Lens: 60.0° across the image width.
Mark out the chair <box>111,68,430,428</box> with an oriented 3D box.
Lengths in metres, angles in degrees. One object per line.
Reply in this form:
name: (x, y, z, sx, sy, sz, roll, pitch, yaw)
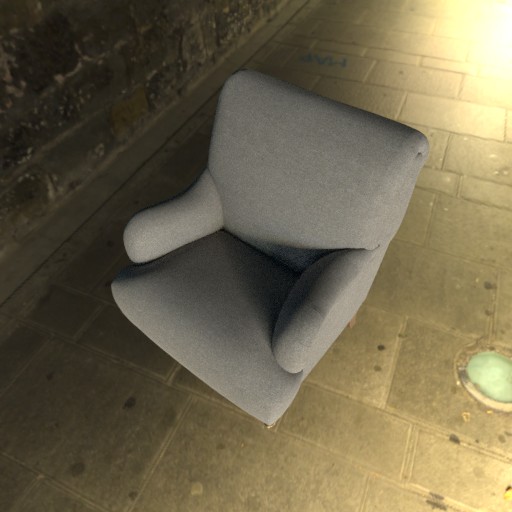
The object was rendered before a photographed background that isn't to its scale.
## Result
chair: (0.000, 0.000, 1.590, 0.766, 0.942, 0.843, 30, 55, 25)
